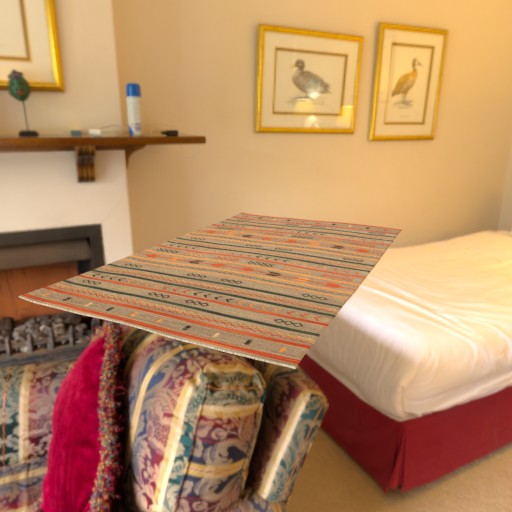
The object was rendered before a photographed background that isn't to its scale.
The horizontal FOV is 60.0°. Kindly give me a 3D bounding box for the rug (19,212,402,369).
[{"bbox_3d":[0.000,0.000,3.002,1.537,0.029,2.439,8,19,25],"label":"rug"}]
